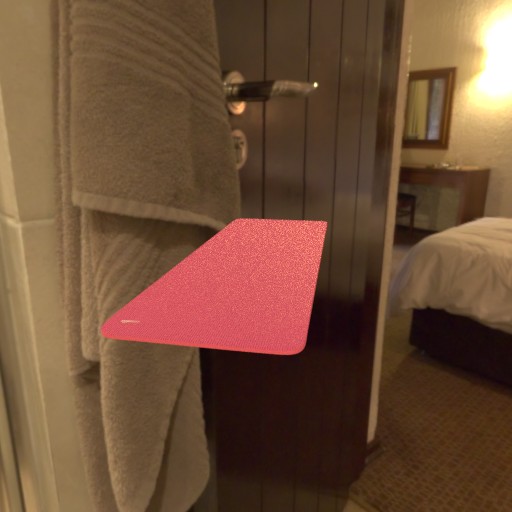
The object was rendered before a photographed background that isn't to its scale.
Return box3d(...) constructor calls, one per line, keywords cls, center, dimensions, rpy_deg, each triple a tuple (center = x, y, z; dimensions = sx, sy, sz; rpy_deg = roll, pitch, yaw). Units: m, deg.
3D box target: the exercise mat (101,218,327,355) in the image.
box3d(cls="exercise mat", center=(0.000, 0.000, 2.128), dimensions=(0.616, 0.021, 1.884), rpy_deg=(3, 16, 10))
